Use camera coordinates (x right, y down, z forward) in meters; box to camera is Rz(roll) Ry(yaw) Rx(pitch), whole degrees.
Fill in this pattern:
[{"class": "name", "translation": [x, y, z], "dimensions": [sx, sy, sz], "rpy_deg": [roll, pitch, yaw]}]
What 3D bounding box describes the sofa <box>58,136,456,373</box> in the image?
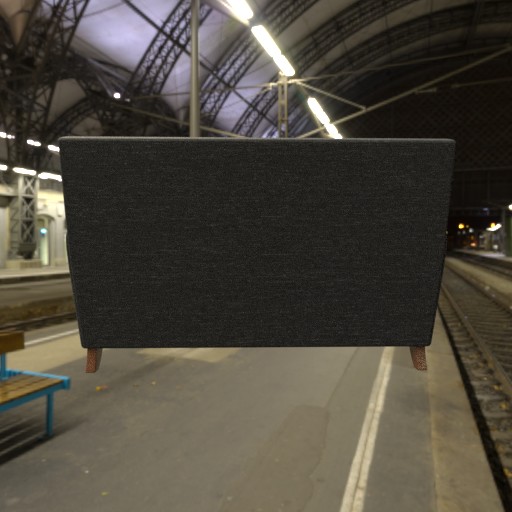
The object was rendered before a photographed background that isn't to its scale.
[{"class": "sofa", "translation": [0.000, 0.000, 1.940], "dimensions": [1.420, 0.846, 0.875], "rpy_deg": [0, 2, -2]}]
